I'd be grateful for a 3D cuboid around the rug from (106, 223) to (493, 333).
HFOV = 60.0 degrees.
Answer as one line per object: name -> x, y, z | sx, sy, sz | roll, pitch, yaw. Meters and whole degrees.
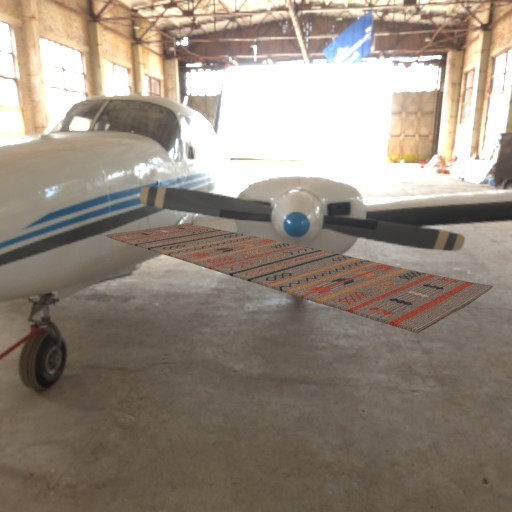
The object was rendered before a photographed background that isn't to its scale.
rug -> 0.000, 0.000, 2.654 | 0.744, 0.022, 2.419 | -13, 19, -42
